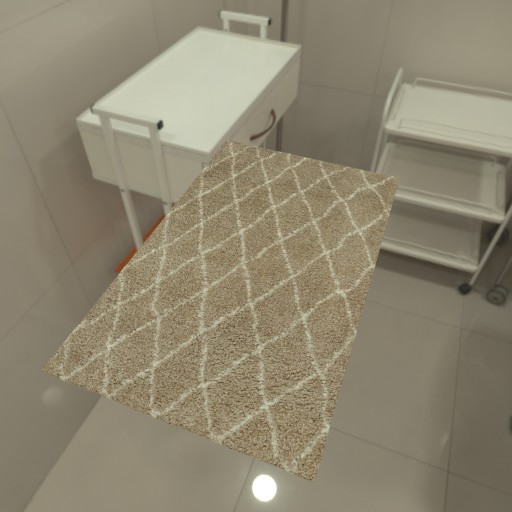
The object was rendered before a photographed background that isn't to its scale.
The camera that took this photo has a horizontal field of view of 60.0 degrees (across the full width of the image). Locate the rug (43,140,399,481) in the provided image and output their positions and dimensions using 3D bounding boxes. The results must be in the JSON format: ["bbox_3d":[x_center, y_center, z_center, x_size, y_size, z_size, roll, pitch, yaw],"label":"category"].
[{"bbox_3d":[0.000,0.000,2.972,1.524,0.030,2.438,16,49,15],"label":"rug"}]
